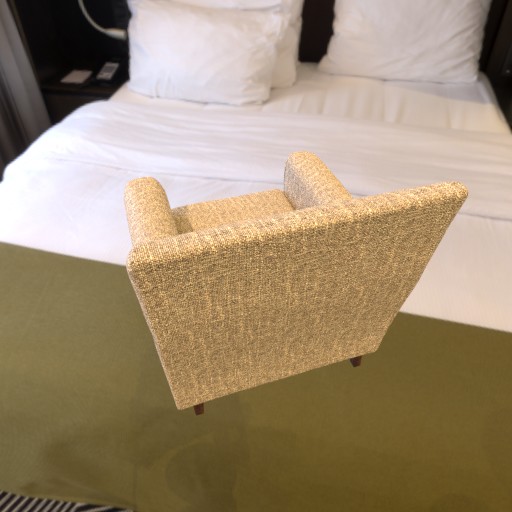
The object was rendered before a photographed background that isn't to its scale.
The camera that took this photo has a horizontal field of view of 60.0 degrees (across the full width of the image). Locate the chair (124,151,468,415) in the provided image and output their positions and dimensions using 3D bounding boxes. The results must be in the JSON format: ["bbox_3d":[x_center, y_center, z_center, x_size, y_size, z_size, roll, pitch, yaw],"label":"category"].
[{"bbox_3d":[0.000,0.000,1.625,0.864,0.928,0.873,-13,43,-14],"label":"chair"}]
